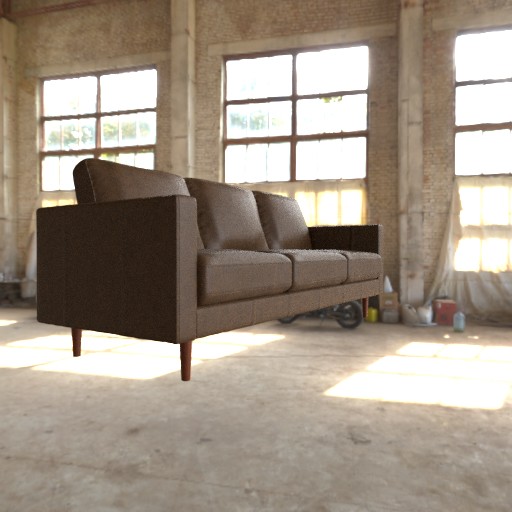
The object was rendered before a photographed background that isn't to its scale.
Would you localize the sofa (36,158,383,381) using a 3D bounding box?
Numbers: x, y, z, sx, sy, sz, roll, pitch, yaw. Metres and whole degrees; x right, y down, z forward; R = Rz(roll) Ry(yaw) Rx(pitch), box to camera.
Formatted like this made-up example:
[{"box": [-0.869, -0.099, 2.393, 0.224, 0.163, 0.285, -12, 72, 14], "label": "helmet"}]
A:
[{"box": [0.000, 0.000, 2.678, 0.903, 0.930, 2.231, 0, 1, 34], "label": "sofa"}]
